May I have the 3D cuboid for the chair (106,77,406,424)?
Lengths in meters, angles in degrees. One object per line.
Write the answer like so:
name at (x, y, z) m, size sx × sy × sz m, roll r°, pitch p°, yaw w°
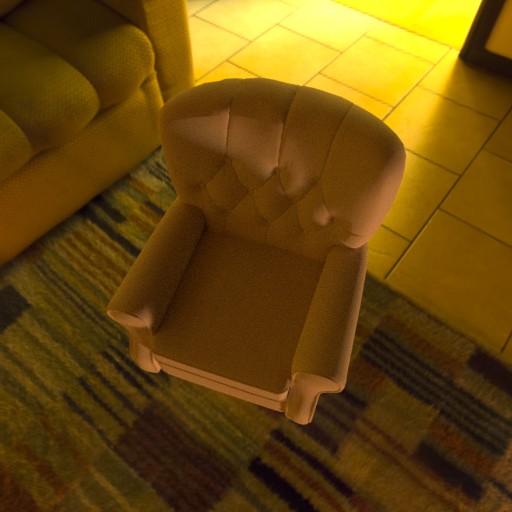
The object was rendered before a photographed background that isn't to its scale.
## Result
chair at (0.000, 0.000, 2.044) m, size 1.035 × 1.169 × 1.132 m, roll 16°, pitch 59°, yaw 10°
